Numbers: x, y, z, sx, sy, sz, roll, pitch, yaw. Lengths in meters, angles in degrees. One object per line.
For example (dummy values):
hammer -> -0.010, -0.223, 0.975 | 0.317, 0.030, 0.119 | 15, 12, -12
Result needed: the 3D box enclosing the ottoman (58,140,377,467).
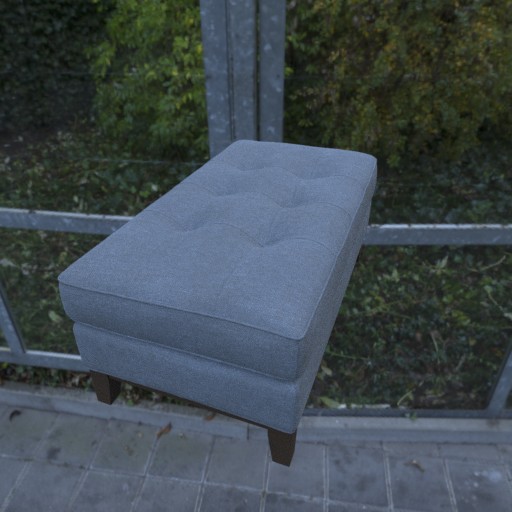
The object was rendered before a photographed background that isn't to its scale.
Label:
ottoman -> 0.000, 0.000, 1.532 | 0.648, 0.514, 1.143 | 11, 34, 17
